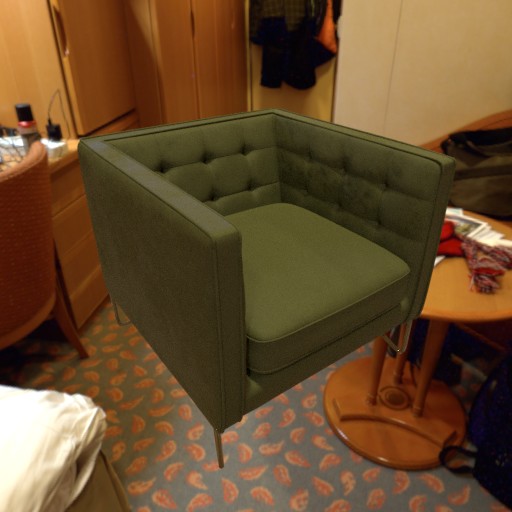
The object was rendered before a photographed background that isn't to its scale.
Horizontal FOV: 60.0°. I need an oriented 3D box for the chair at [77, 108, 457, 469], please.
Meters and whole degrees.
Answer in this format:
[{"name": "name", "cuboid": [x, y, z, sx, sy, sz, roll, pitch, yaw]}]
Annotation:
[{"name": "chair", "cuboid": [0.000, 0.000, 1.578, 0.880, 0.790, 0.894, -20, 36, -31]}]
